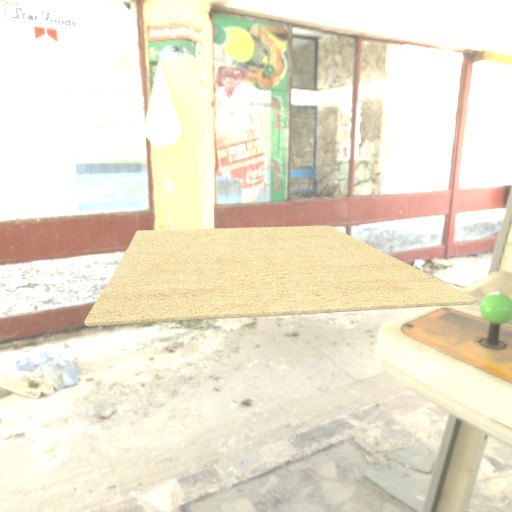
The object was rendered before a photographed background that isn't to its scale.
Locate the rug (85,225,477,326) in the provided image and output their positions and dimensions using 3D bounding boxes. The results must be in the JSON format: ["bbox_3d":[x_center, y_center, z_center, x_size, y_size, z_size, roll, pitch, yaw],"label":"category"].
[{"bbox_3d":[0.000,0.000,4.052,2.401,0.025,3.001,-2,13,-9],"label":"rug"}]
